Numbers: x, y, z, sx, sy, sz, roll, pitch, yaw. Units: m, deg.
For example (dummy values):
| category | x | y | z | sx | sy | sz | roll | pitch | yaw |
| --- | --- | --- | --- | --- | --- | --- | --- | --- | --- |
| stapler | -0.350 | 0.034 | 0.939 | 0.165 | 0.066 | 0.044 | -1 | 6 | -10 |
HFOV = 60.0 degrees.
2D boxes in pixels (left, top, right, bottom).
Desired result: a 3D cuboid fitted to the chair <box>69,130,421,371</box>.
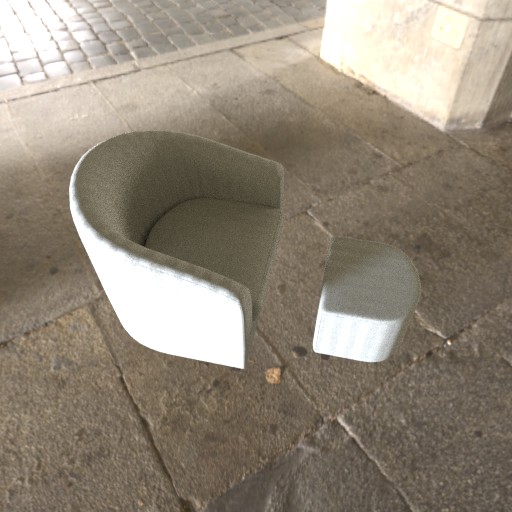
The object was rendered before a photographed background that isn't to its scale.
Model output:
| category | x | y | z | sx | sy | sz | roll | pitch | yaw |
| --- | --- | --- | --- | --- | --- | --- | --- | --- | --- |
| chair | 0.000 | 0.000 | 1.761 | 1.288 | 0.757 | 0.756 | 9 | 48 | 8 |
